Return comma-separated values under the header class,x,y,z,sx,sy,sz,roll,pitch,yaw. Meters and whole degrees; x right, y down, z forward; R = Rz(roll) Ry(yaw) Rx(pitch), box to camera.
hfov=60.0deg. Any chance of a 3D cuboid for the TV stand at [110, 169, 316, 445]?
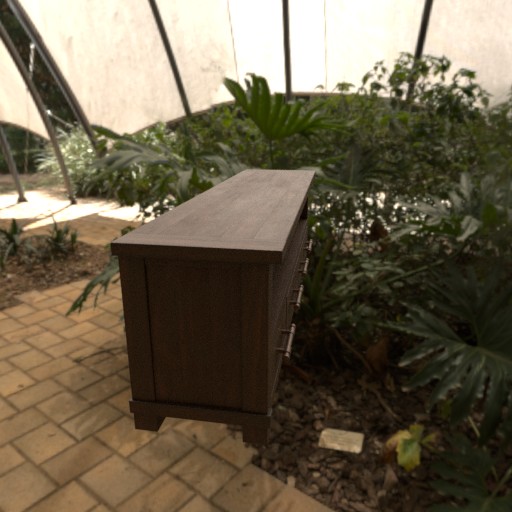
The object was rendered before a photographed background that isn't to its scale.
class,x,y,z,sx,sy,sz,roll,pitch,yaw
TV stand,0.000,0.000,2.107,0.471,0.615,1.866,3,17,9
